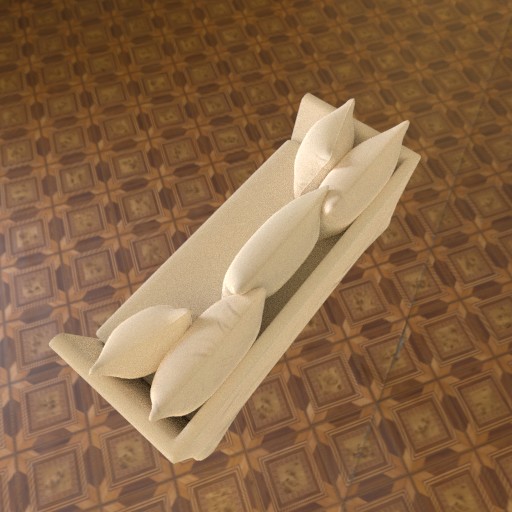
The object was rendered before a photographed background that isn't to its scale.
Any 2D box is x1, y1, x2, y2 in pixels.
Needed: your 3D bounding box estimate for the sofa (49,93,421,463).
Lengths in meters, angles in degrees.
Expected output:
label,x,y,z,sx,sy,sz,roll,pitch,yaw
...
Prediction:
label,x,y,z,sx,sy,sz,roll,pitch,yaw
sofa,0.000,0.000,2.958,1.030,1.042,2.484,36,68,16
